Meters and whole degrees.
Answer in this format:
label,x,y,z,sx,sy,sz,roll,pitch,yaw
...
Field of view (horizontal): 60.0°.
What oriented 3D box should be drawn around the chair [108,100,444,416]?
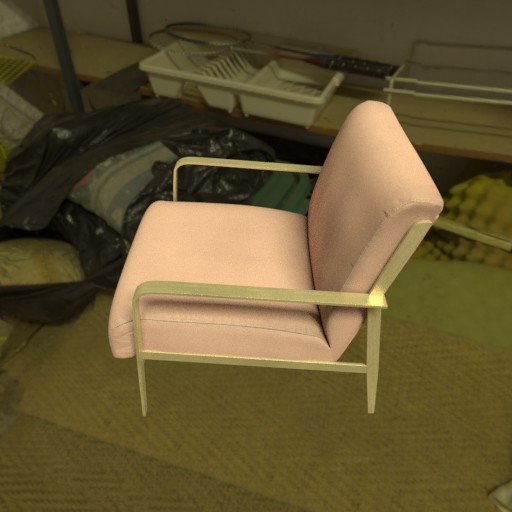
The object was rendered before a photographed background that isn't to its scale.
label,x,y,z,sx,sy,sz,roll,pitch,yaw
chair,0.000,0.000,1.455,0.848,0.823,0.701,1,40,1
